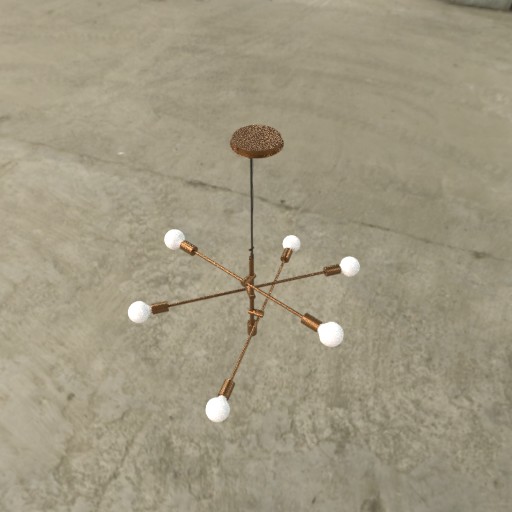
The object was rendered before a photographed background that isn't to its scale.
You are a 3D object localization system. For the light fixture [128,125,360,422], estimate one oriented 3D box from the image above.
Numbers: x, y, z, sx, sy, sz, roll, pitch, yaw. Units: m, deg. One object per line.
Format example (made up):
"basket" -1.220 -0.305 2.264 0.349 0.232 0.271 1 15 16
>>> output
"light fixture" 0.000 0.000 1.252 0.682 0.744 0.637 -32 54 -27
